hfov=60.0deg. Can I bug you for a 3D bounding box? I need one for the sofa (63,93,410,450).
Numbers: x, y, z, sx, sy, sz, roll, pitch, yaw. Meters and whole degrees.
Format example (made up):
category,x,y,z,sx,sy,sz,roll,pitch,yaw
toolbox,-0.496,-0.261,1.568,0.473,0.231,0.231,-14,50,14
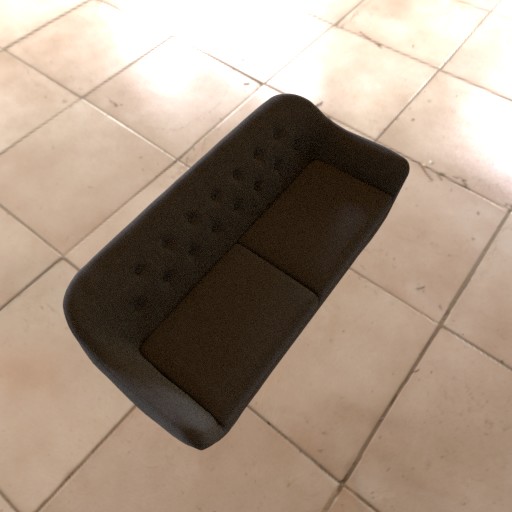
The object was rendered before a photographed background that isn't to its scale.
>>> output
category,x,y,z,sx,sy,sz,roll,pitch,yaw
sofa,0.000,0.000,2.311,0.820,0.820,1.840,33,64,18
